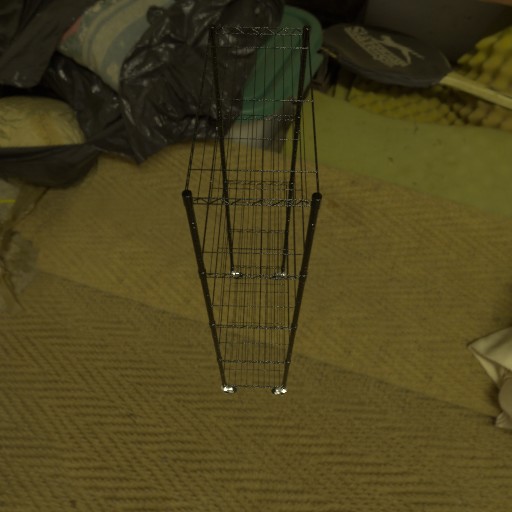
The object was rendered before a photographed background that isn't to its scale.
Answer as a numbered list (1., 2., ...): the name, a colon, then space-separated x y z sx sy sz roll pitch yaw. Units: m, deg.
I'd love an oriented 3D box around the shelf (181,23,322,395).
1. shelf: 0.000 0.000 1.942 0.356 1.645 0.762 1 57 1
